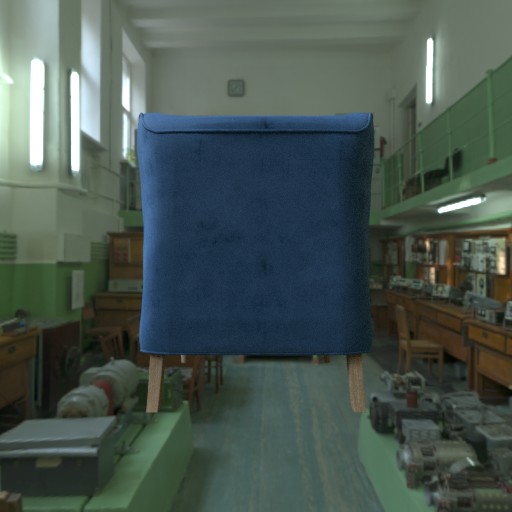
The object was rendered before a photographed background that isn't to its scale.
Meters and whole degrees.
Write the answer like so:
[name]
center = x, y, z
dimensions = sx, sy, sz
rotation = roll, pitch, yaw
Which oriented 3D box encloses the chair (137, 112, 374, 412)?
[chair]
center = 0.000, 0.000, 1.630
dimensions = 0.793, 0.952, 0.910
rotation = 0, 0, 0
